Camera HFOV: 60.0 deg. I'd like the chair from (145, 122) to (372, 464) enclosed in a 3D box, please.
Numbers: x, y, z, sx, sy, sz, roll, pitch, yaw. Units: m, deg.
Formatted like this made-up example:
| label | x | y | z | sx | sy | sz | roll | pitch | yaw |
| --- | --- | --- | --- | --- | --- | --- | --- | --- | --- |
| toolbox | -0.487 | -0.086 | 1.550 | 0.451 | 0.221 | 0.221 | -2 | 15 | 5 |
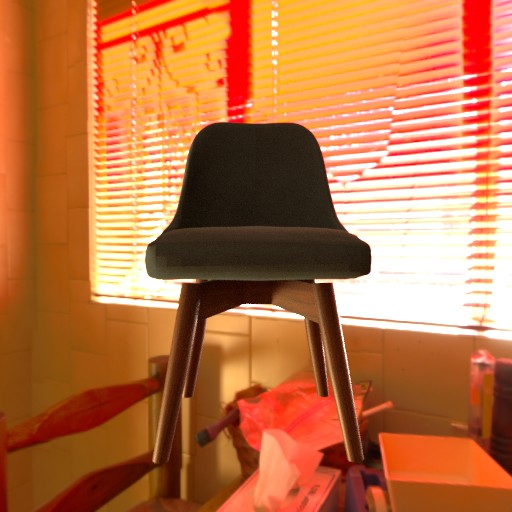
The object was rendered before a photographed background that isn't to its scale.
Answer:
| label | x | y | z | sx | sy | sz | roll | pitch | yaw |
| --- | --- | --- | --- | --- | --- | --- | --- | --- | --- |
| chair | 0.000 | 0.000 | 1.202 | 0.503 | 0.882 | 0.589 | 0 | 1 | -1 |
